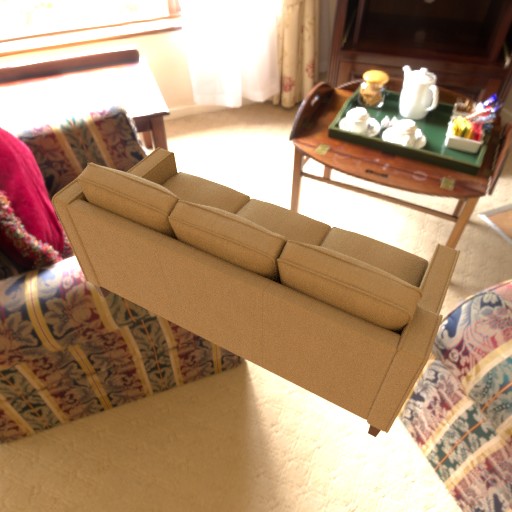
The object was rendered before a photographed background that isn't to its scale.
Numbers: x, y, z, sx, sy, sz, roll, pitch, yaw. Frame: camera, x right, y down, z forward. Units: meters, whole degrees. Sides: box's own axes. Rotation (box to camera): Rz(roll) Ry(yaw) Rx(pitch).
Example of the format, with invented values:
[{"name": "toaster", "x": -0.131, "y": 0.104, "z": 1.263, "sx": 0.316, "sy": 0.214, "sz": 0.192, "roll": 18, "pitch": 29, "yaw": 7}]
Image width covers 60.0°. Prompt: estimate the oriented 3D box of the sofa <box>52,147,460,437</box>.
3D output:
[{"name": "sofa", "x": 0.000, "y": 0.000, "z": 2.518, "sx": 1.986, "sy": 0.974, "sz": 0.911, "roll": 22, "pitch": 50, "yaw": 20}]
